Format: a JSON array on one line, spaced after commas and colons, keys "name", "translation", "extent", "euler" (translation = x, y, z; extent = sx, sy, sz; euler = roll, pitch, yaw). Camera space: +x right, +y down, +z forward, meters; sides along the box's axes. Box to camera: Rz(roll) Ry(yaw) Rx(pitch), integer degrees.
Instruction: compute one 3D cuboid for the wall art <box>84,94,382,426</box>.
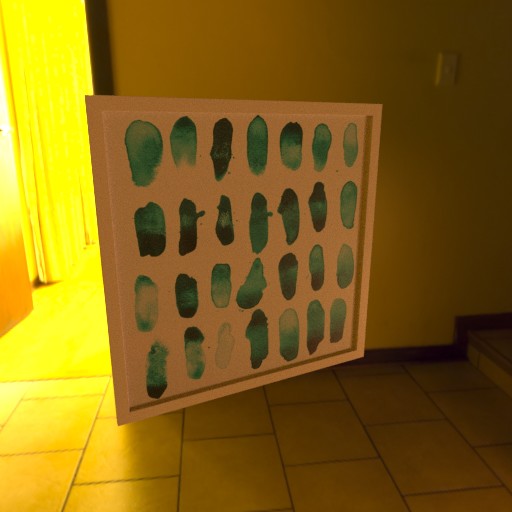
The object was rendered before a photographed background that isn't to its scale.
[{"name": "wall art", "translation": [0.000, 0.000, 0.688], "extent": [0.456, 0.457, 0.009], "euler": [-8, 18, -26]}]
